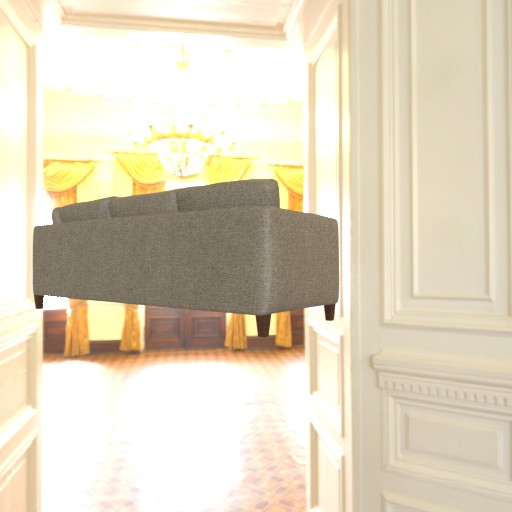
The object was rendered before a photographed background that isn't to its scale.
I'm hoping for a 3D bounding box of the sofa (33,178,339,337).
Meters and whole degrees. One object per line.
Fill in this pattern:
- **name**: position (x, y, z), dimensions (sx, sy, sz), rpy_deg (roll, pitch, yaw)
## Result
- **sofa**: position (0.000, 0.000, 4.506), dimensions (2.593, 0.947, 3.302), rpy_deg (0, -1, 36)
